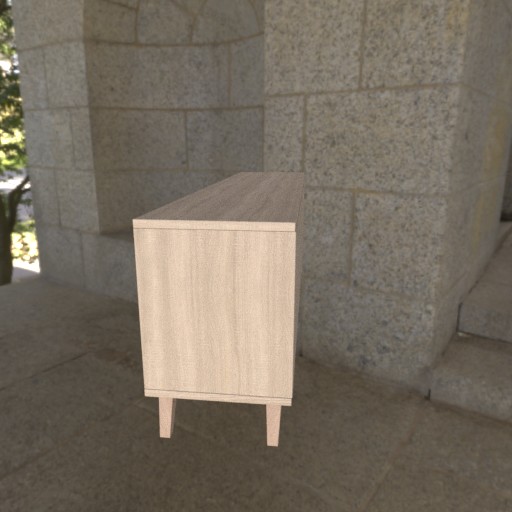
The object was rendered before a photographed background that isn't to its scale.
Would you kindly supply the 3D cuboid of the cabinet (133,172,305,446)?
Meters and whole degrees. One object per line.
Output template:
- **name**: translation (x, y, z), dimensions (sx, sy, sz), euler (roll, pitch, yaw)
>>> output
- **cabinet**: translation (0.000, 0.000, 2.476), dimensions (0.499, 0.779, 2.198), euler (2, 15, 7)
